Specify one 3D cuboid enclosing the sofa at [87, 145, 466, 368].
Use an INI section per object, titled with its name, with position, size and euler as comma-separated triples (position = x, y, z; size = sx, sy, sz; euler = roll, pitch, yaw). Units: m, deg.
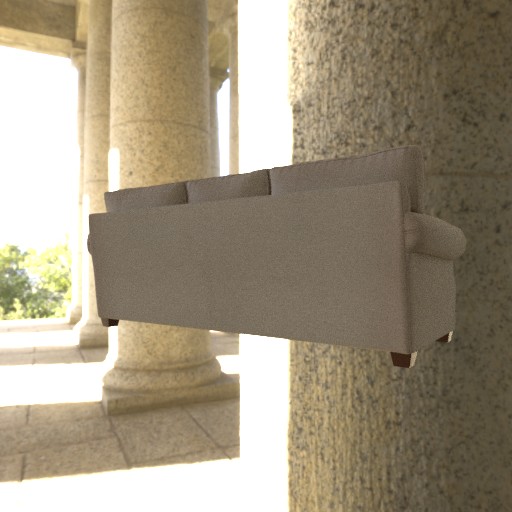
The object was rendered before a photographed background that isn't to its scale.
[sofa]
position = 0.000, 0.000, 2.784
size = 2.312, 0.975, 0.965
euler = -1, -1, 36
